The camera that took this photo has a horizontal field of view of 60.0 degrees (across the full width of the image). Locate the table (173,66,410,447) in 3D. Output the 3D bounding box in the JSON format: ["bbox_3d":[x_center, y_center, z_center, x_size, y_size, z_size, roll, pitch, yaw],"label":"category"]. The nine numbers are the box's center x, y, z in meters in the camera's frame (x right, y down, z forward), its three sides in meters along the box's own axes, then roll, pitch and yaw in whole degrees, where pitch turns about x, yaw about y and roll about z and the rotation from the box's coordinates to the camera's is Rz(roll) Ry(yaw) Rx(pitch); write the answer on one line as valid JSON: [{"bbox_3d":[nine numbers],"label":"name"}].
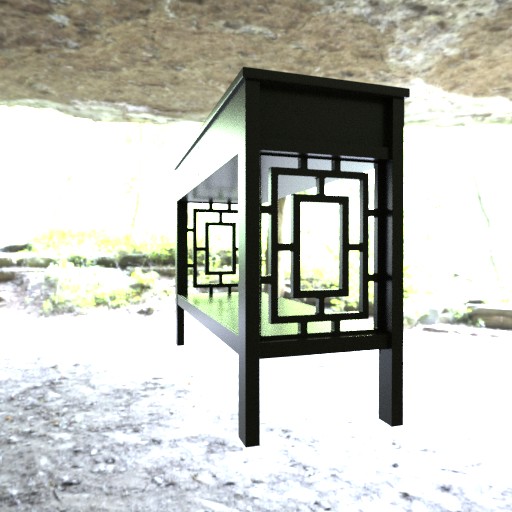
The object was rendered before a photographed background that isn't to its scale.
[{"bbox_3d":[0.000,0.000,1.438,0.397,0.753,1.068,0,1,-18],"label":"table"}]
